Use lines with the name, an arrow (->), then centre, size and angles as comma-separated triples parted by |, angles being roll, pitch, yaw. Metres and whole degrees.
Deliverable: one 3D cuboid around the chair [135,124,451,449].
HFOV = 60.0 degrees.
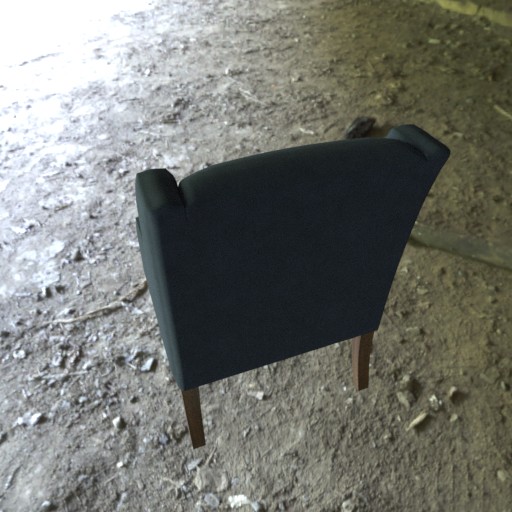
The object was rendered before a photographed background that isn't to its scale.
chair -> 0.000, 0.000, 1.301 | 0.629, 0.895, 0.629 | -14, 42, -15
